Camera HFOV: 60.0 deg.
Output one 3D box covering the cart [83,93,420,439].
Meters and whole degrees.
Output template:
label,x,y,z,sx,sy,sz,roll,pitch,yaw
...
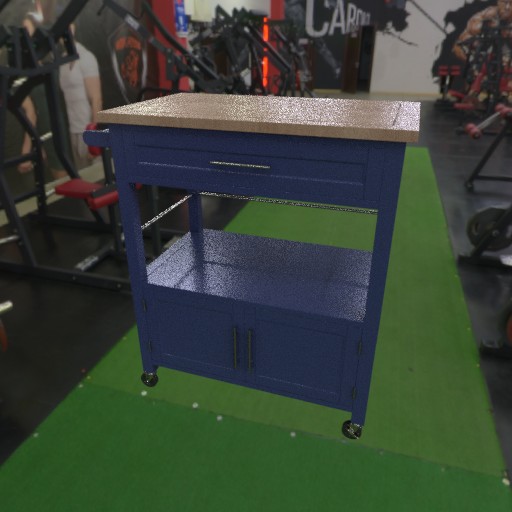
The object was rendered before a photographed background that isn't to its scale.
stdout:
label,x,y,z,sx,sy,sz,roll,pitch,yaw
cart,0.000,0.000,1.396,0.840,0.901,0.459,9,28,17
